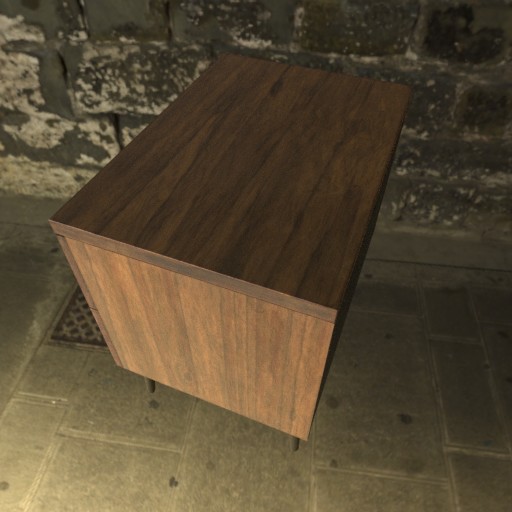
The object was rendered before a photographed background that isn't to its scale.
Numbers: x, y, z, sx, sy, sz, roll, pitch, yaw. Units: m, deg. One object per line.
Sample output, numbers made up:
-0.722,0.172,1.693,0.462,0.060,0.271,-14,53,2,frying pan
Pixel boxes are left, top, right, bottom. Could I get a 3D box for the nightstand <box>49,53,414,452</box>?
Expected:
0.000,0.000,1.008,0.458,0.610,0.610,17,50,15,nightstand
